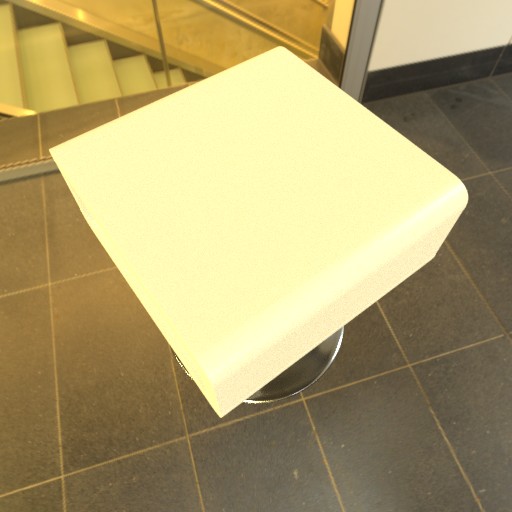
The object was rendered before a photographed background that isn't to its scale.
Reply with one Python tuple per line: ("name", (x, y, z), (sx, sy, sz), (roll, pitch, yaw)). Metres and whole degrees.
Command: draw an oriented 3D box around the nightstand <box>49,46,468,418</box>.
("nightstand", (0.000, 0.000, 0.754), (0.404, 0.447, 0.399), (-32, 63, -19))
